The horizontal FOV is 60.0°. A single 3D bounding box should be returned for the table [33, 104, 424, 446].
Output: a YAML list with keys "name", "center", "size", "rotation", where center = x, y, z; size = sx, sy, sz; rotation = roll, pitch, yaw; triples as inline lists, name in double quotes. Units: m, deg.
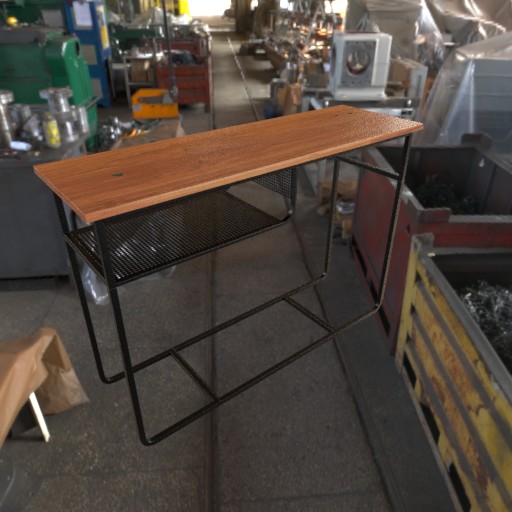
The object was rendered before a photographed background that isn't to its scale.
- name: "table"
  center: [0.000, 0.000, 1.441]
  size: [1.100, 0.750, 0.350]
  rotation: [-22, 37, -32]
